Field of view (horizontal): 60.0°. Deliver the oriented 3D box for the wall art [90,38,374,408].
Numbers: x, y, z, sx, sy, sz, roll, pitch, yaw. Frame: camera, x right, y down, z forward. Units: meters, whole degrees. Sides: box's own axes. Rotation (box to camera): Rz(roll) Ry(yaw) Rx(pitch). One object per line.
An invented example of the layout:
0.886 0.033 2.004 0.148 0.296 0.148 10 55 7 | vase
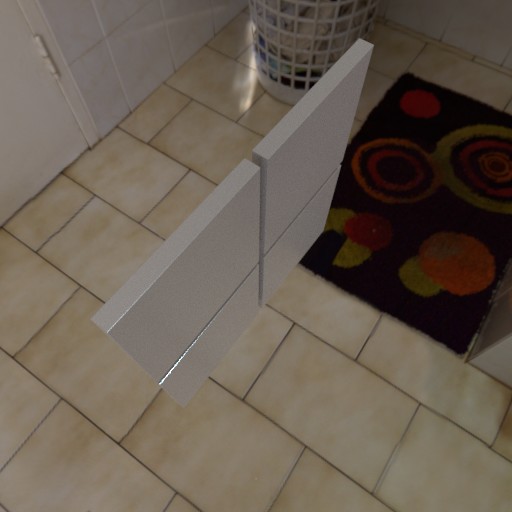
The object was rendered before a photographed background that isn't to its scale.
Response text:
0.000 0.000 0.898 0.029 0.611 0.611 34 68 16 | wall art
